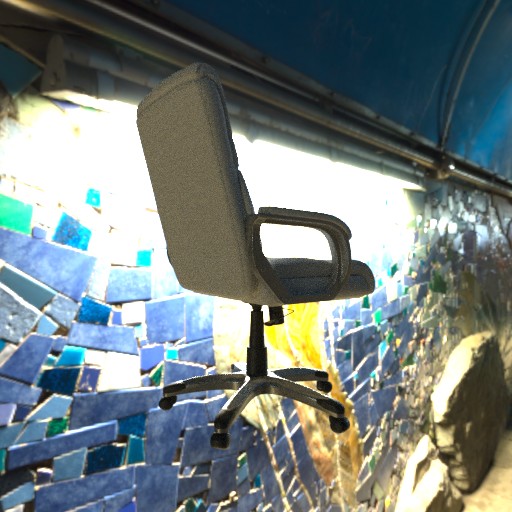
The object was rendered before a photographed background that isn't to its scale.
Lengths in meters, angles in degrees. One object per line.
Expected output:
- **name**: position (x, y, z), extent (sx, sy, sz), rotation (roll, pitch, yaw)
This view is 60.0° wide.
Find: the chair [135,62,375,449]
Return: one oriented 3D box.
- **chair**: position (0.000, 0.000, 1.603), extent (0.738, 1.120, 0.687), rotation (-1, 1, -35)
